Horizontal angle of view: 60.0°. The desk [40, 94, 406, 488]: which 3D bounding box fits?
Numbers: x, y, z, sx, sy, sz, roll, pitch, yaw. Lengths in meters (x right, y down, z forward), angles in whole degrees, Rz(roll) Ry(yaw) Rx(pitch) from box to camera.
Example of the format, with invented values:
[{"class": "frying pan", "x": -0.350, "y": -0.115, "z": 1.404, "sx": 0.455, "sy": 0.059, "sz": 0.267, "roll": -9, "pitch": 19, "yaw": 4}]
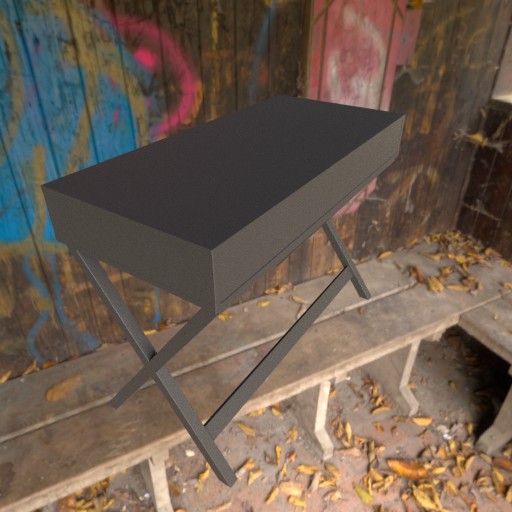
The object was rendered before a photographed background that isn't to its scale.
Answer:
[{"class": "desk", "x": 0.000, "y": 0.000, "z": 1.485, "sx": 0.525, "sy": 0.780, "sz": 1.057, "roll": 20, "pitch": 38, "yaw": 28}]
